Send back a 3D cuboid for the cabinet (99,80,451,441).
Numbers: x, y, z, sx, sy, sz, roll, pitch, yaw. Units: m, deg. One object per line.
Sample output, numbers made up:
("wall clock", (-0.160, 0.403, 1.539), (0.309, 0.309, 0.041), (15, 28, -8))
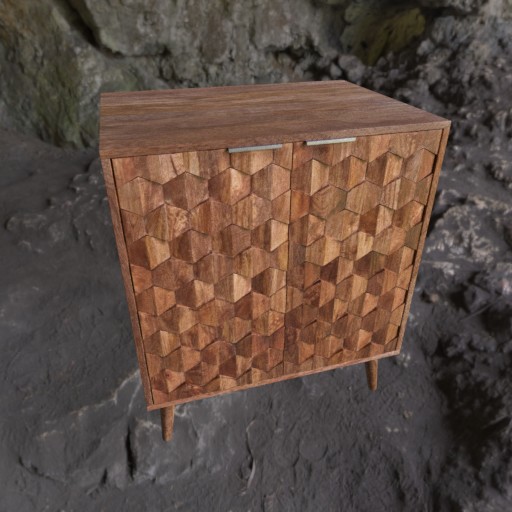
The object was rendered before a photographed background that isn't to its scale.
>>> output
("cabinet", (0.000, 0.000, 1.153), (0.647, 0.758, 0.473), (-9, 32, -14))
